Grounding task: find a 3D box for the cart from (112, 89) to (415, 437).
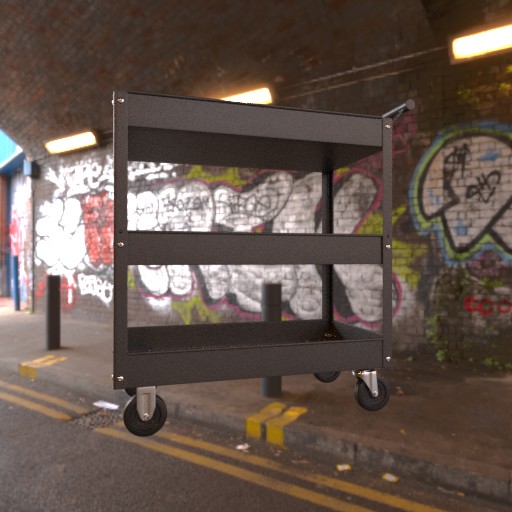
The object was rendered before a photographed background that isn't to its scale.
[{"bbox_3d":[0.000,0.000,1.176,0.719,0.780,0.366,0,0,-17],"label":"cart"}]
